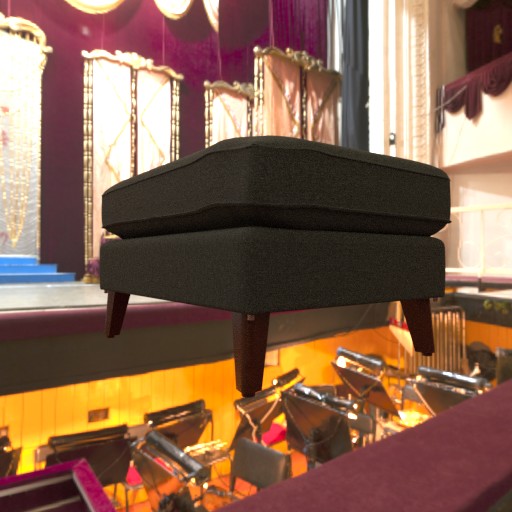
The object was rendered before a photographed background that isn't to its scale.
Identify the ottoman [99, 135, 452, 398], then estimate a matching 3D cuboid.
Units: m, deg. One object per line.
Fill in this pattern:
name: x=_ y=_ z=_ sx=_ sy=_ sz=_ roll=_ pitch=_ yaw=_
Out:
ottoman: x=0.000 y=0.000 z=1.248 sx=0.629 sy=0.503 sz=0.835 roll=0 pitch=-1 yaw=-37
